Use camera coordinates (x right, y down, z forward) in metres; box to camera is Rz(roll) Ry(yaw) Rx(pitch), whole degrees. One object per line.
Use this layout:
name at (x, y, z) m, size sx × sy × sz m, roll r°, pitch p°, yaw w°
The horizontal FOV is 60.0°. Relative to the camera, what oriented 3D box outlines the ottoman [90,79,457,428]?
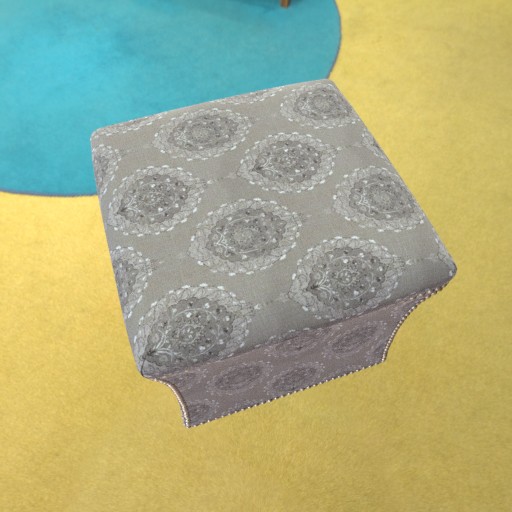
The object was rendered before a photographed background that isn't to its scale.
ottoman at (0.000, 0.000, 0.907) m, size 0.507 × 0.473 × 0.497 m, roll -16°, pitch 60°, yaw -10°
